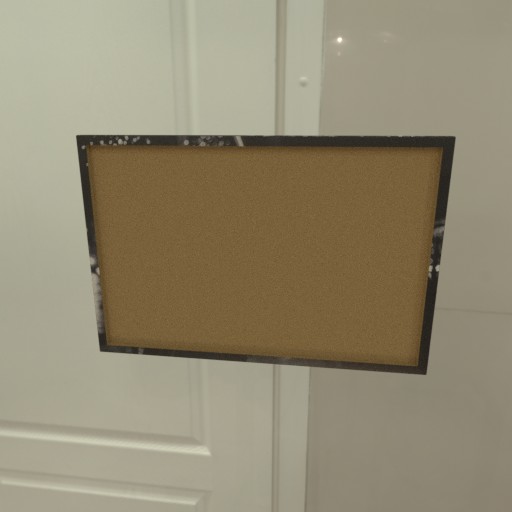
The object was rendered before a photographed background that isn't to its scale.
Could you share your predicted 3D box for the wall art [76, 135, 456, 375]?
[{"bbox_3d":[0.000,0.000,1.161,0.914,0.609,0.038,2,17,8],"label":"wall art"}]
